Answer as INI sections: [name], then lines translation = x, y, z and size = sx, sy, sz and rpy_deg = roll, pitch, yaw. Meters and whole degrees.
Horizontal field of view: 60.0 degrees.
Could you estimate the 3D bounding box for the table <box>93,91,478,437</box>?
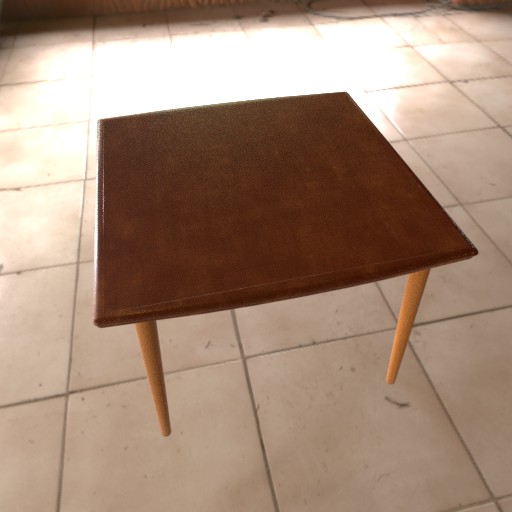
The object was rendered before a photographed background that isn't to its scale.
[table]
translation = 0.000, 0.000, 1.673
size = 0.991, 0.754, 0.991
rpy_deg = -10, 47, -9
